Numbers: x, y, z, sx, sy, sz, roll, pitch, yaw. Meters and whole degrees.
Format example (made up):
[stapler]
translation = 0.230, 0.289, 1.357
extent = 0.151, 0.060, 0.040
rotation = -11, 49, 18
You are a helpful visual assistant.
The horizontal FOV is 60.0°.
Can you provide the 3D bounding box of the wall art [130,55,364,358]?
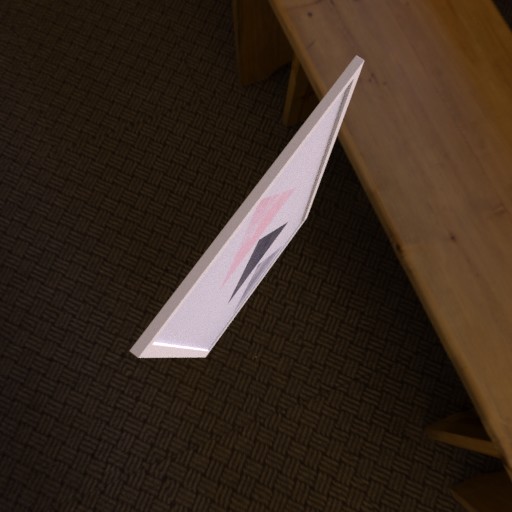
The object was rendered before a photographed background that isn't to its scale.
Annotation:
[wall art]
translation = 0.000, 0.000, 0.845
extent = 0.013, 0.656, 0.456
rotation = 35, 80, 7
